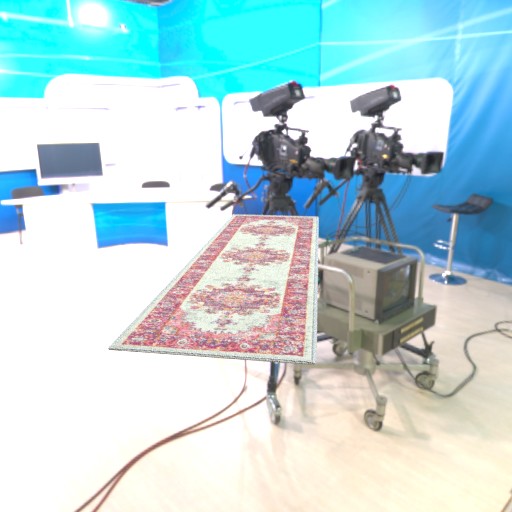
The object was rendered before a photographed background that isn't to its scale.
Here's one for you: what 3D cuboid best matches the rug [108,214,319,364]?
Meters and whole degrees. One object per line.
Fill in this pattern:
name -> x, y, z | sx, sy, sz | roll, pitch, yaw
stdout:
rug -> 0.000, 0.000, 2.021 | 0.562, 0.009, 1.824 | 2, 17, 8
